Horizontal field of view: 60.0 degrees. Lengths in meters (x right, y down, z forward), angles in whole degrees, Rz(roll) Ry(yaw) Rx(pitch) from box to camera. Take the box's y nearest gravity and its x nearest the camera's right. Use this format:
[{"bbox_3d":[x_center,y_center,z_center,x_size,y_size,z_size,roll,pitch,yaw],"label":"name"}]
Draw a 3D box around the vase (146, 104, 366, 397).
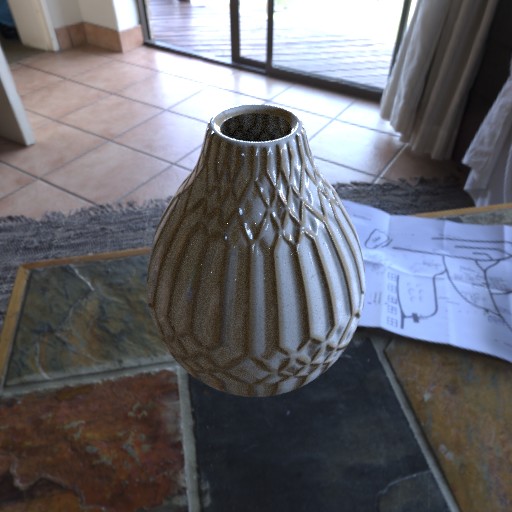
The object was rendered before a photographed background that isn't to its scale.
[{"bbox_3d":[0.000,0.000,0.314,0.159,0.200,0.159,0,42,0],"label":"vase"}]
